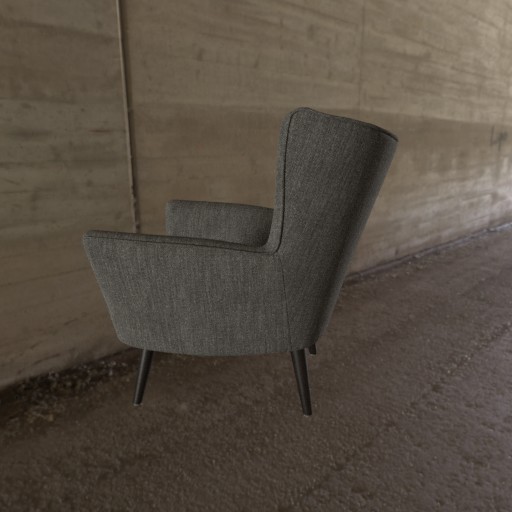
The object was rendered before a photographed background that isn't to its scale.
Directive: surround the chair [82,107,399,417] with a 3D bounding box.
[{"bbox_3d":[0.000,0.000,1.547,0.888,0.933,0.781,2,15,9],"label":"chair"}]
